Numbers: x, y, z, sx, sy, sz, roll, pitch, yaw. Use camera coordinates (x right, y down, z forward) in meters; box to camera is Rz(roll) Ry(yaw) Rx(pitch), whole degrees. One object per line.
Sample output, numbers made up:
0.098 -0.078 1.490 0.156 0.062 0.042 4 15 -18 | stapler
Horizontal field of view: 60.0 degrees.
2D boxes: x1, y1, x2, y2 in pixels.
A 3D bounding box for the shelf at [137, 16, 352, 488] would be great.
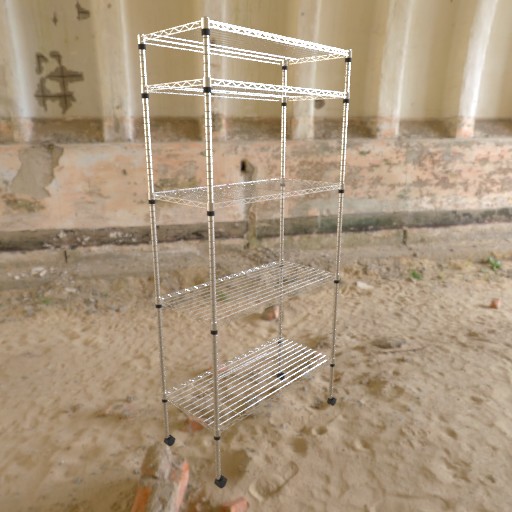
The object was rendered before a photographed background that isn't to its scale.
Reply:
0.000 0.000 1.806 0.356 1.587 0.762 15 22 42 | shelf
